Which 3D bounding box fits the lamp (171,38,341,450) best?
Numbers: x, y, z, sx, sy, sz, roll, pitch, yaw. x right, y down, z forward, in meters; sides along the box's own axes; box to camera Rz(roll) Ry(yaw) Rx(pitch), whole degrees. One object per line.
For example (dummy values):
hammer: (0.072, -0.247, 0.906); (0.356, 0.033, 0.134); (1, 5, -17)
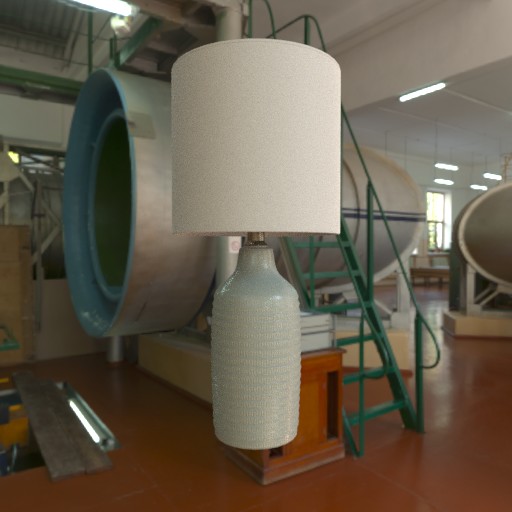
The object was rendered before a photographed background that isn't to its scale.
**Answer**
lamp: (0.000, 0.000, 0.593); (0.220, 0.475, 0.220); (0, 1, 0)
